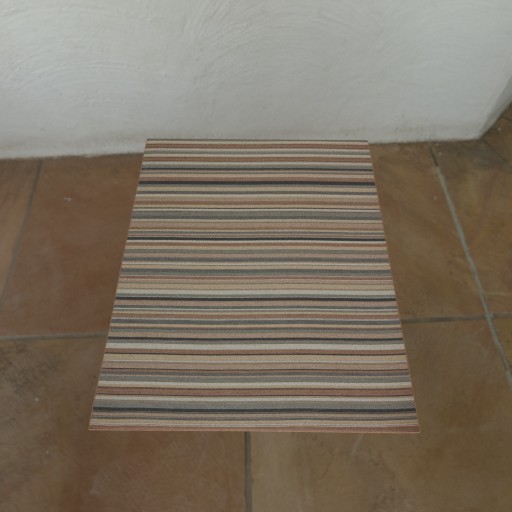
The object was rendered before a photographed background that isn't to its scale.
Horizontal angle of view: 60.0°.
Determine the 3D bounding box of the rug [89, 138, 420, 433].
[{"bbox_3d":[0.000,0.000,4.059,2.436,0.011,3.045,0,58,0],"label":"rug"}]
